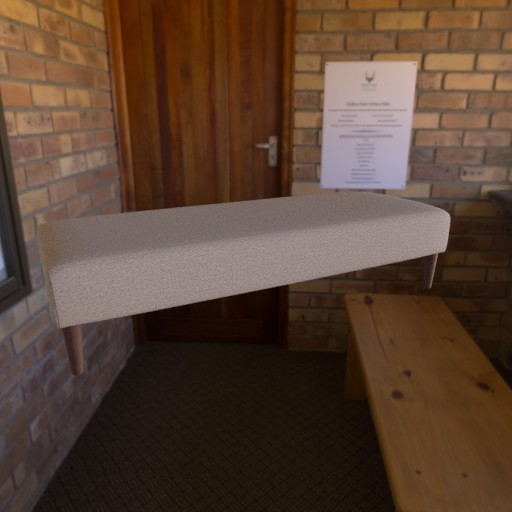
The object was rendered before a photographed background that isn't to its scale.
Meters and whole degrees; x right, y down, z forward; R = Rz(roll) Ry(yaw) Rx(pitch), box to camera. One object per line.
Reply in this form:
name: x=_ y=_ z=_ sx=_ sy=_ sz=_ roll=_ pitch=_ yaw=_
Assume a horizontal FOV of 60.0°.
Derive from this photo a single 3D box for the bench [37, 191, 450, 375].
bench: x=0.000 y=0.000 z=1.846 sx=1.598 sy=0.383 sz=0.631 roll=-9 pitch=20 yaw=-26
